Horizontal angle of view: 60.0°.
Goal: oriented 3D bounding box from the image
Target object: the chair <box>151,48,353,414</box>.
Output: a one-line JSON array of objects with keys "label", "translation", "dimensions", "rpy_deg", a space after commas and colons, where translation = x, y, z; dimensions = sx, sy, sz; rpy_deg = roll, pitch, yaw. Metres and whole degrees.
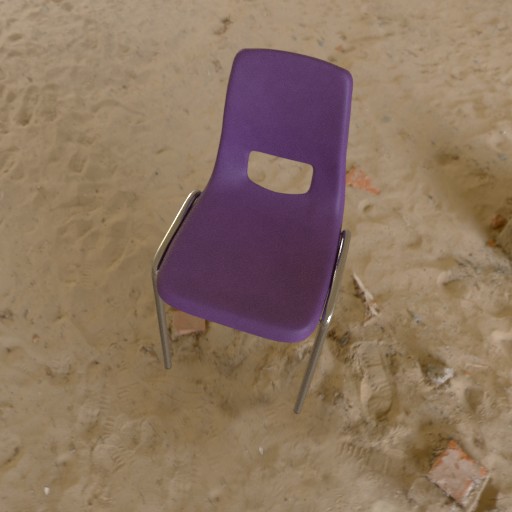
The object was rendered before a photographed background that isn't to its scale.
[{"label": "chair", "translation": [0.000, 0.000, 0.967], "dimensions": [0.381, 0.704, 0.432], "rpy_deg": [16, 61, 9]}]
